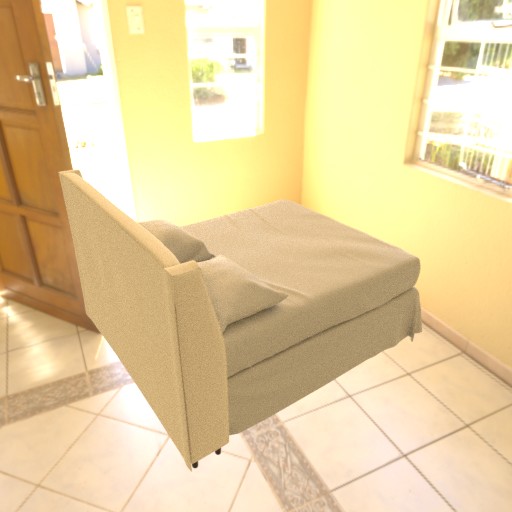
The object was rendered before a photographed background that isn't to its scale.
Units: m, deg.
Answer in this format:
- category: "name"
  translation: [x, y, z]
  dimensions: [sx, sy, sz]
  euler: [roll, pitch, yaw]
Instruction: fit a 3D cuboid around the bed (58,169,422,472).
- category: "bed"
  translation: [0.000, 0.000, 3.467]
  dimensions: [2.276, 1.332, 1.925]
  euler: [-18, 33, -31]
